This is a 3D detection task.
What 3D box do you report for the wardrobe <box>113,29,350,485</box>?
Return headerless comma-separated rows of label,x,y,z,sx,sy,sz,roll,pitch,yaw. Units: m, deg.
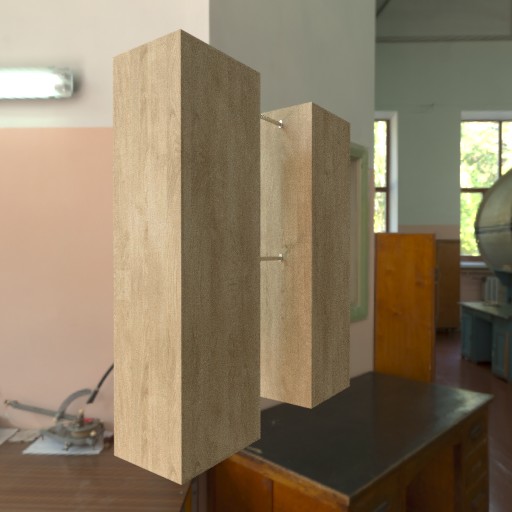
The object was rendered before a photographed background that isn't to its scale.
wardrobe,0.000,0.000,2.800,0.480,2.000,1.770,0,1,36
